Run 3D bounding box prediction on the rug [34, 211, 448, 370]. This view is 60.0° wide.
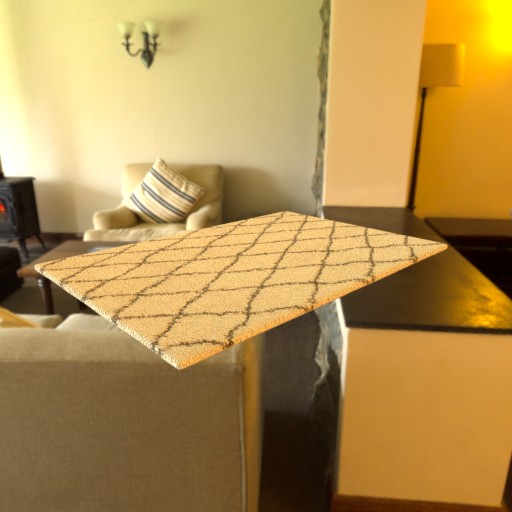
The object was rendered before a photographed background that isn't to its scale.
[{"bbox_3d":[0.000,0.000,2.283,1.778,0.030,1.219,-16,24,-41],"label":"rug"}]
